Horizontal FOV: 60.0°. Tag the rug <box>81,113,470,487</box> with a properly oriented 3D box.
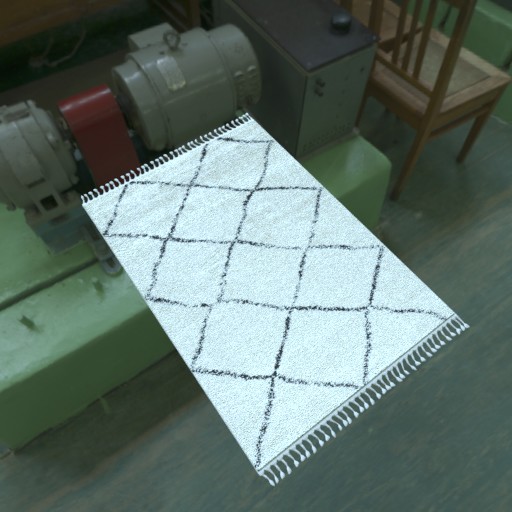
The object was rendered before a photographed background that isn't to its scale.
[{"bbox_3d":[0.000,0.000,2.906,1.494,0.031,2.307,-32,64,-18],"label":"rug"}]
